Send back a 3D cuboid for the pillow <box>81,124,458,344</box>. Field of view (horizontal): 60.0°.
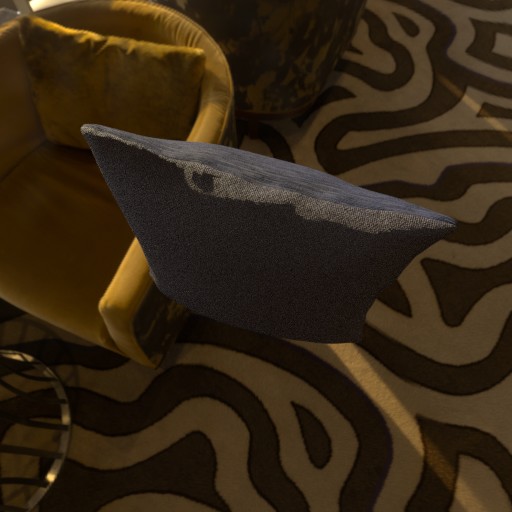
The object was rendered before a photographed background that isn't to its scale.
[{"bbox_3d":[0.000,0.000,0.693,0.452,0.439,0.204,17,64,8],"label":"pillow"}]
